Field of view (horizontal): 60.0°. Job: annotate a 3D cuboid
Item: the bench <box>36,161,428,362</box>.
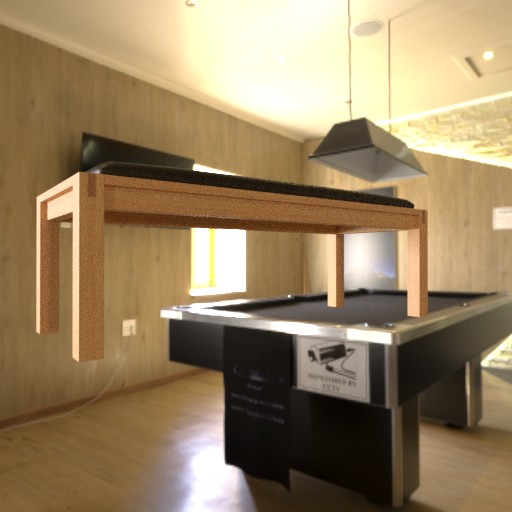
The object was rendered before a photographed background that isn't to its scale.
[{"bbox_3d":[0.000,0.000,1.421,1.202,0.430,0.450,0,0,-36],"label":"bench"}]
